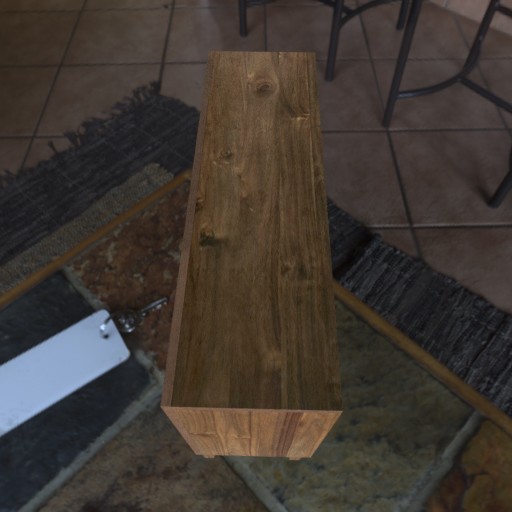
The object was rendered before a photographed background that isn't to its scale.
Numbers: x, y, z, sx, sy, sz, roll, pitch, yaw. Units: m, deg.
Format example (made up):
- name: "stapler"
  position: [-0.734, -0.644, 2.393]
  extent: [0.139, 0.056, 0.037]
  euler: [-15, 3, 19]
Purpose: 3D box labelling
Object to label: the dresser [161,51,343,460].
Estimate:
- name: "dresser"
  position: [0.000, 0.000, 1.784]
  extent: [0.446, 0.873, 1.400]
  euler: [1, 58, 1]
